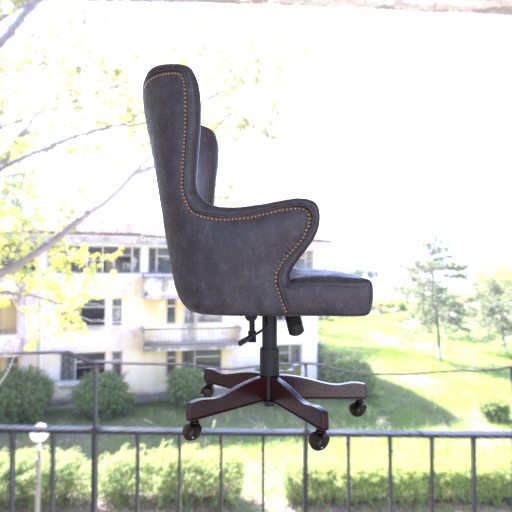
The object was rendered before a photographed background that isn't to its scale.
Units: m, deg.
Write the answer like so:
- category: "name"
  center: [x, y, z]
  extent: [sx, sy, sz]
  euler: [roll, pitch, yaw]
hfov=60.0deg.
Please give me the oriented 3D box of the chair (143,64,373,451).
- category: "chair"
  center: [0.000, 0.000, 1.449]
  extent: [0.717, 1.037, 0.594]
  euler: [0, -1, 0]
